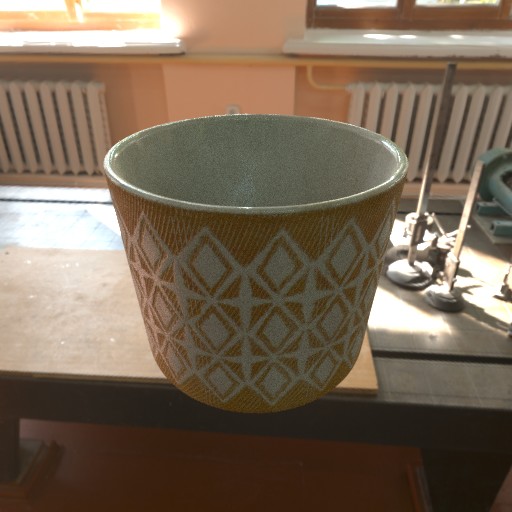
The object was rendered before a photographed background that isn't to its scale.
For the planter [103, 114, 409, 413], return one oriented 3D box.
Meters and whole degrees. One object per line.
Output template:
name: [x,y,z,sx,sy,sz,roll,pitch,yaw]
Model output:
planter: [0.000,0.000,0.333,0.193,0.165,0.193,0,31,0]
